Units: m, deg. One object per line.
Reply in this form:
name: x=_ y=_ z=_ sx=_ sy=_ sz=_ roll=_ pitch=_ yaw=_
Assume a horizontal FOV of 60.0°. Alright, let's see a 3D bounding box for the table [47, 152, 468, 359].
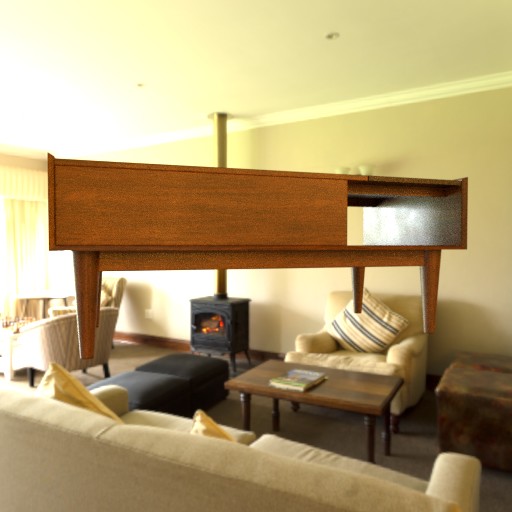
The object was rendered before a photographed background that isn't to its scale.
table: x=0.000 y=0.000 z=1.519 sx=1.221 sy=0.508 sz=0.610 roll=0 pitch=2 yaw=-18
